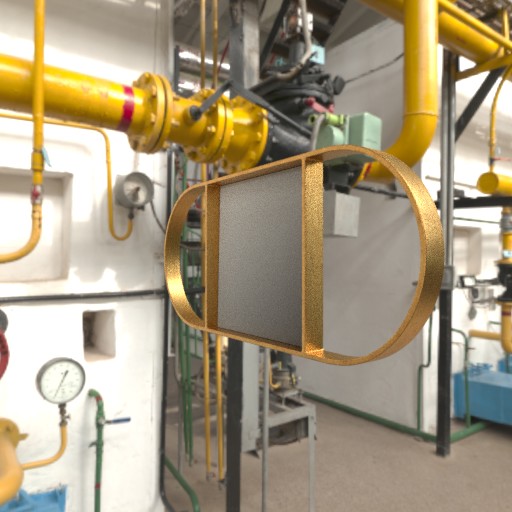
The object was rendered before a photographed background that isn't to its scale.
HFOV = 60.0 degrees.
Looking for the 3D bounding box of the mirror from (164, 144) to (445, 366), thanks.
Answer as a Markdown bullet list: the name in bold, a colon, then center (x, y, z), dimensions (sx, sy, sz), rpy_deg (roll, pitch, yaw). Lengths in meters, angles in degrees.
- **mirror**: center (0.000, 0.000, 0.659), dimensions (0.032, 0.254, 0.584), rpy_deg (0, 0, -36)
